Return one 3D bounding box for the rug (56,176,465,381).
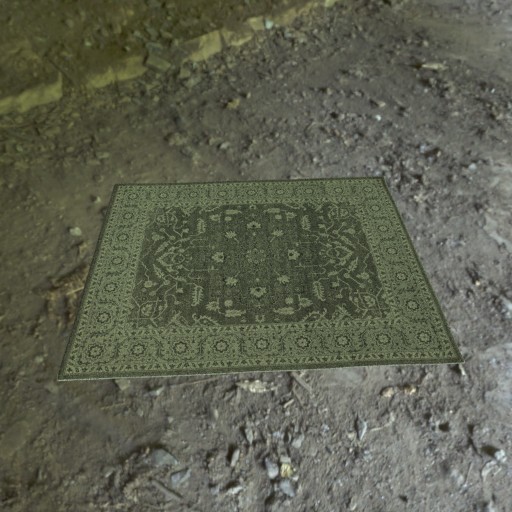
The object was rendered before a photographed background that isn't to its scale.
[{"bbox_3d":[0.000,0.000,4.171,3.069,0.026,2.451,-2,45,-2],"label":"rug"}]
